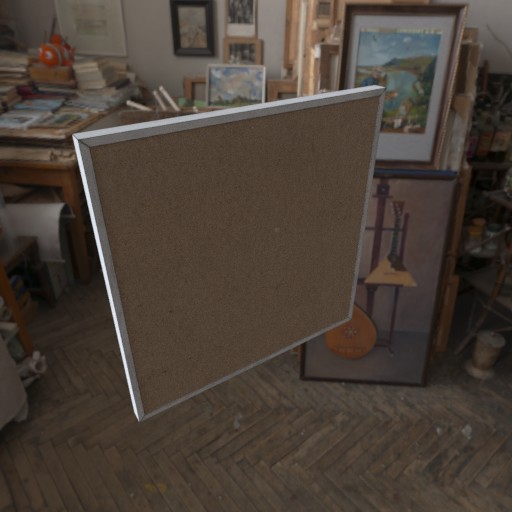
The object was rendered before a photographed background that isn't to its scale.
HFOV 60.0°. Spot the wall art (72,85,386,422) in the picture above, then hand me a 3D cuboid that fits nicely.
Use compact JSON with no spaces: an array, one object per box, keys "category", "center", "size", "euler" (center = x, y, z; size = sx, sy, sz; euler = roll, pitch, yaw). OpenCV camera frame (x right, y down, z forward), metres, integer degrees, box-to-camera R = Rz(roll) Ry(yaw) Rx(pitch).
[{"category":"wall art","center":[0.000,0.000,1.160],"size":[0.762,0.762,0.038],"euler":[-19,37,-28]}]
